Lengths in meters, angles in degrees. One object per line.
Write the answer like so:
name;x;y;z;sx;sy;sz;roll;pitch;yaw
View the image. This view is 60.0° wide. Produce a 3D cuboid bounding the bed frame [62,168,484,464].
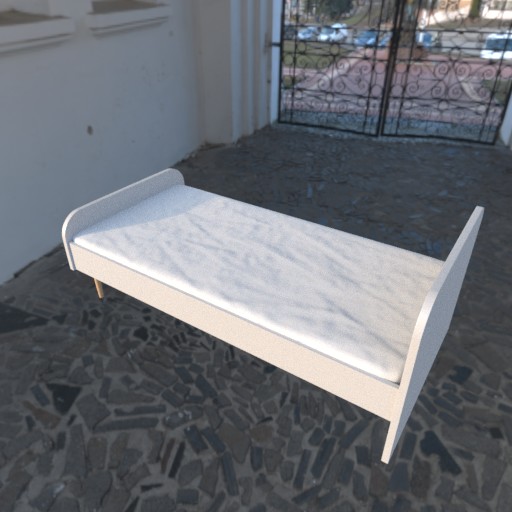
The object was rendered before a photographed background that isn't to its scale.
bed frame;0.000;0.000;2.411;1.963;0.805;0.998;20;37;28
